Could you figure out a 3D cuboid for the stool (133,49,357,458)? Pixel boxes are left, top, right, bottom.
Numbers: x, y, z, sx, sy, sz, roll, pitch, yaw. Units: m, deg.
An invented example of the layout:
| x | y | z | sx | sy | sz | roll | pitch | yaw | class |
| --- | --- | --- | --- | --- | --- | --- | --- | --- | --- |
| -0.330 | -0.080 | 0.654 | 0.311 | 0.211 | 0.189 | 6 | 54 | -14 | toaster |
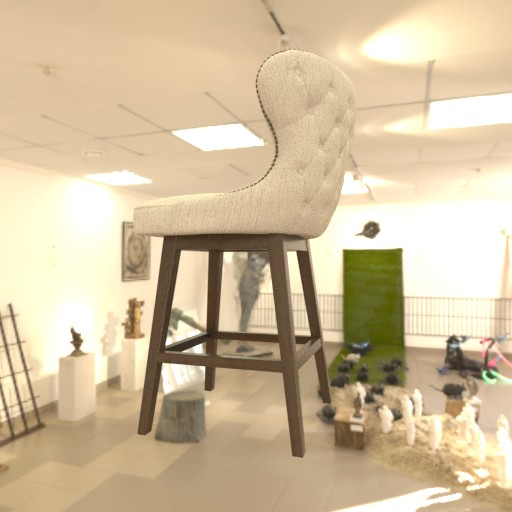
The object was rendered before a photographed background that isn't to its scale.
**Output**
| x | y | z | sx | sy | sz | roll | pitch | yaw | class |
| --- | --- | --- | --- | --- | --- | --- | --- | --- | --- |
| 0.000 | 0.000 | 1.339 | 0.597 | 0.972 | 0.615 | 0 | -1 | 19 | stool |
